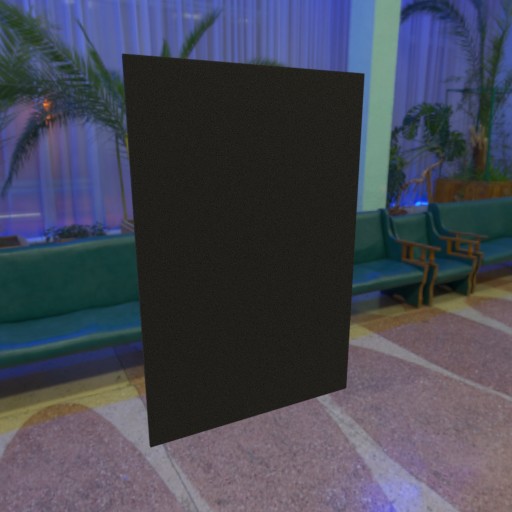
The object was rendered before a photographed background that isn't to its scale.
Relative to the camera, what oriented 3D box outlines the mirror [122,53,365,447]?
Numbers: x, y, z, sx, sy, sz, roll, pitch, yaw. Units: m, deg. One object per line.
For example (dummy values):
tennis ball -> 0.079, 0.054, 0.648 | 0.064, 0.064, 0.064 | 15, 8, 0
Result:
mirror -> 0.000, 0.000, 1.146 | 0.613, 0.914, 0.039 | -7, 16, -26
